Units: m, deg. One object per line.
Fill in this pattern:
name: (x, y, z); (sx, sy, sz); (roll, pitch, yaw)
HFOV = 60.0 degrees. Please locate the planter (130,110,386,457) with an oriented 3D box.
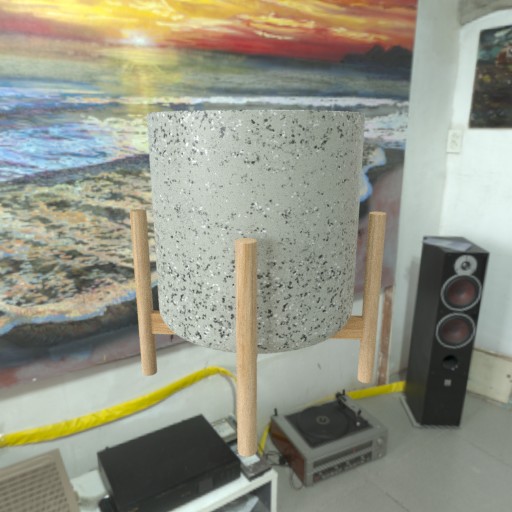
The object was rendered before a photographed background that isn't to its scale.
planter: (0.000, 0.000, 0.689); (0.360, 0.419, 0.360); (8, 18, 25)
